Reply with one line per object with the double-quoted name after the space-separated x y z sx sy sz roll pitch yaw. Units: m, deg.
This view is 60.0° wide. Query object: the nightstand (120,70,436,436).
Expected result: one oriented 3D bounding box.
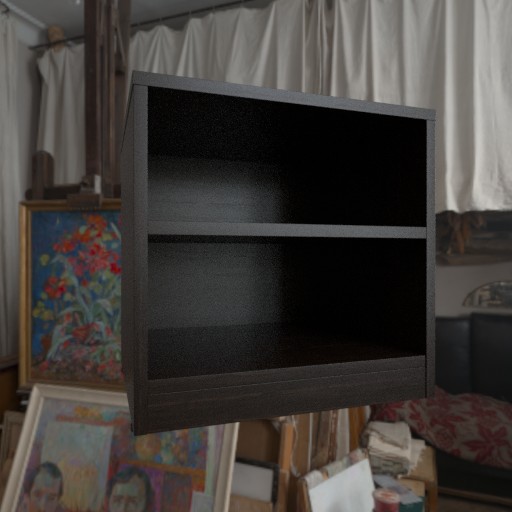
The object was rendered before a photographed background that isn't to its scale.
0.000 0.000 0.860 0.489 0.487 0.427 0 0 -19 "nightstand"
